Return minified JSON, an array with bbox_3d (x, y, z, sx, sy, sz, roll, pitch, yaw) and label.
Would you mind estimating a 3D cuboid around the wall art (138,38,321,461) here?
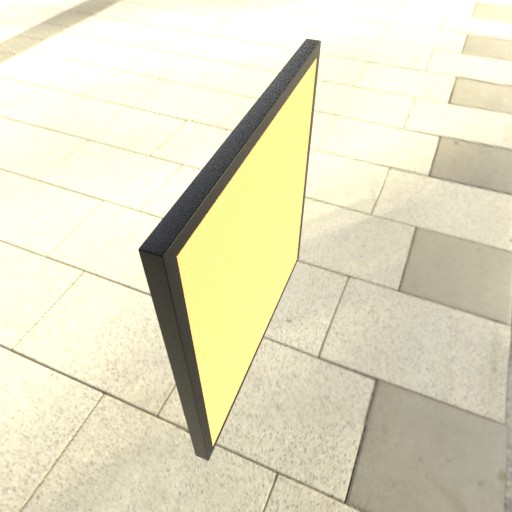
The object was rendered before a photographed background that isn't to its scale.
[{"bbox_3d":[0.000,0.000,1.094,0.038,0.761,0.755,16,49,14],"label":"wall art"}]
